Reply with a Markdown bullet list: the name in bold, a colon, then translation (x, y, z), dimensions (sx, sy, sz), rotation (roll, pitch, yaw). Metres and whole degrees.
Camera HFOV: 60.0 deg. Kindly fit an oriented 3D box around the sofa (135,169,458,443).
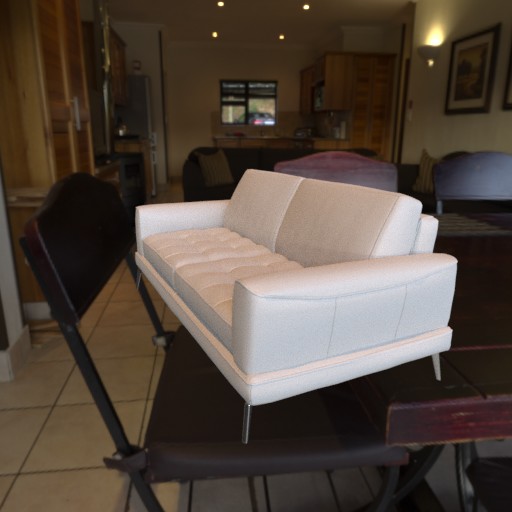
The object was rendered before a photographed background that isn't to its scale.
- **sofa**: translation (0.000, 0.000, 2.736), dimensions (1.121, 0.930, 2.177), rotation (-7, 17, -25)
